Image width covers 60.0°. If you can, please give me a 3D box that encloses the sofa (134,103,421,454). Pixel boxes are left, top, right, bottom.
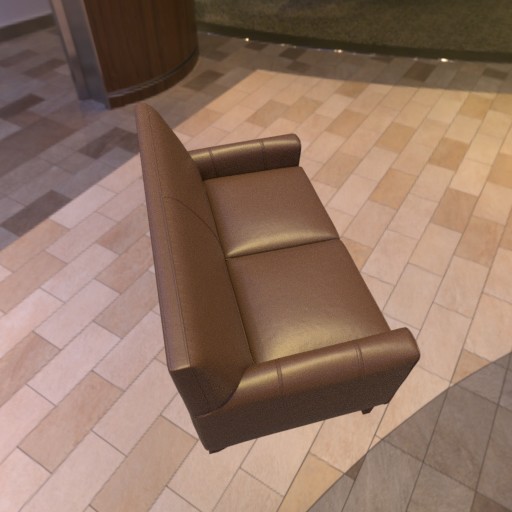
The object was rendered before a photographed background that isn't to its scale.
[{"bbox_3d":[0.000,0.000,2.038,0.853,0.859,1.468,-10,48,-10],"label":"sofa"}]
